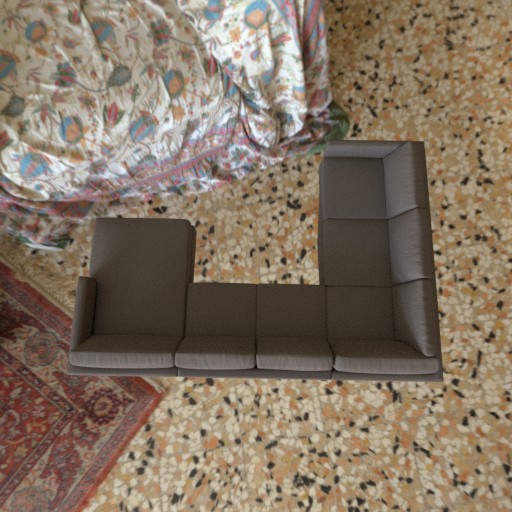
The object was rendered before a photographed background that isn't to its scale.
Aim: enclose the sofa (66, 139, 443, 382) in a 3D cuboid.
[{"bbox_3d":[0.000,0.000,4.552,3.460,0.882,2.427,1,76,0],"label":"sofa"}]
